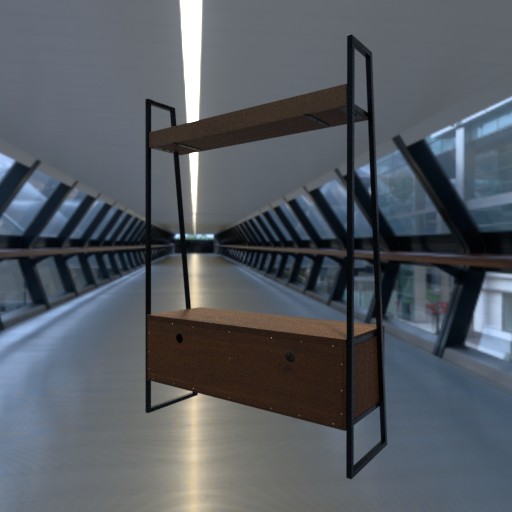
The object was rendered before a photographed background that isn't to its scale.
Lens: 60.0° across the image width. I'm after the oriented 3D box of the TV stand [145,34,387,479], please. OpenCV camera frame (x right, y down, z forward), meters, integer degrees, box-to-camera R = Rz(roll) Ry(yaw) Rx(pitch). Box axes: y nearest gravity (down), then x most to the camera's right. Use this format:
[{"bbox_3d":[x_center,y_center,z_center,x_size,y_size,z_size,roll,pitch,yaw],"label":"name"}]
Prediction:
[{"bbox_3d":[0.000,0.000,2.295,1.250,1.772,0.432,0,0,37],"label":"TV stand"}]
